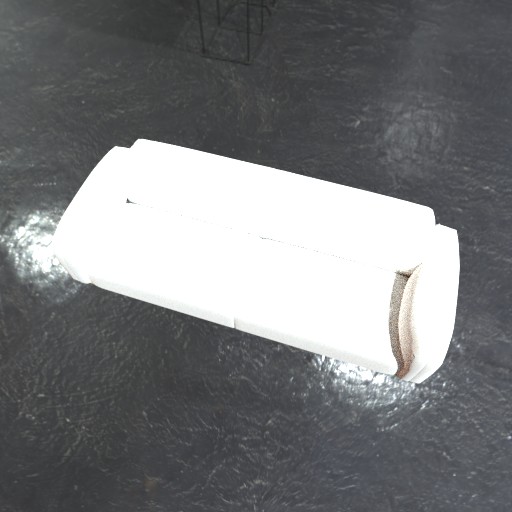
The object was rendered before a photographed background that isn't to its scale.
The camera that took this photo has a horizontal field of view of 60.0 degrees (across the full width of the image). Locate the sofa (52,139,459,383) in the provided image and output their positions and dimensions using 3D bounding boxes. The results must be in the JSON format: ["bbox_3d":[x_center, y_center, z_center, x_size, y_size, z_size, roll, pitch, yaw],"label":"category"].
[{"bbox_3d":[0.000,0.000,2.706,2.280,0.780,0.870,15,60,9],"label":"sofa"}]
